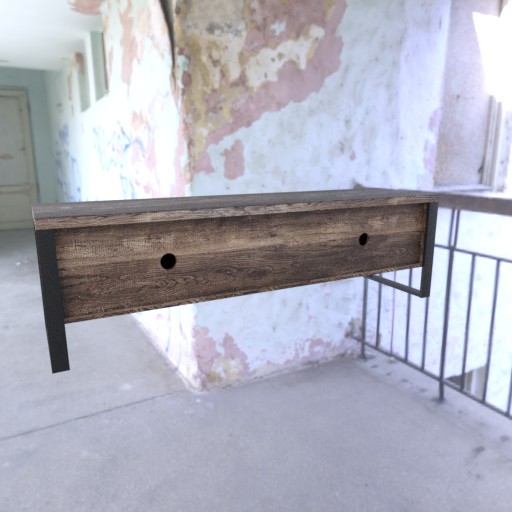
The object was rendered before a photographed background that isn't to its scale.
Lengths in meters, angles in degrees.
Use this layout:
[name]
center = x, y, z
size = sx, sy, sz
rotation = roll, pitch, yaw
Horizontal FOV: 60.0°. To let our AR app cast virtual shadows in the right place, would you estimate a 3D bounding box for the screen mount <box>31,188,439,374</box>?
[screen mount]
center = 0.000, 0.000, 1.735
size = 1.524, 0.450, 0.395
rotation = -7, 15, -27
